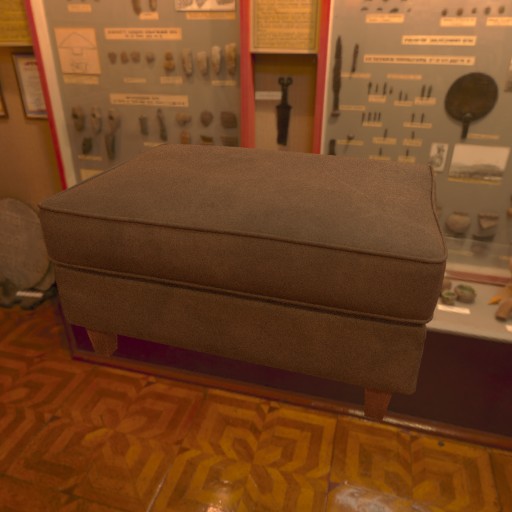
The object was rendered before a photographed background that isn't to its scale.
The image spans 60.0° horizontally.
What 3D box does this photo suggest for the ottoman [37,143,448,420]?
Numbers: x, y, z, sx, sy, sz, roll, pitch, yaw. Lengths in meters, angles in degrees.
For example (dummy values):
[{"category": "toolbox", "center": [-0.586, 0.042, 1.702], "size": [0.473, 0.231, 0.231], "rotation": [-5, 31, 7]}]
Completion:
[{"category": "ottoman", "center": [0.000, 0.000, 1.171], "size": [0.860, 0.481, 0.596], "rotation": [8, 29, 15]}]
